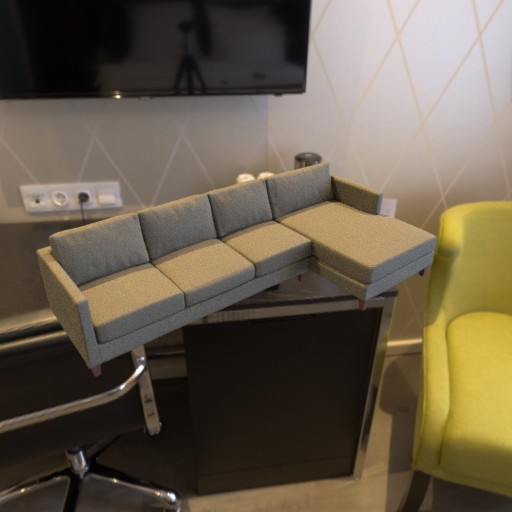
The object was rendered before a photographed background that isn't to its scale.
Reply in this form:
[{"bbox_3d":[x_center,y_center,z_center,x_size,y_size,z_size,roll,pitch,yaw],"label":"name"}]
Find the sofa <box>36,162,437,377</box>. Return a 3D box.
[{"bbox_3d":[0.000,0.000,3.917,3.186,0.861,1.625,-21,36,-33],"label":"sofa"}]
